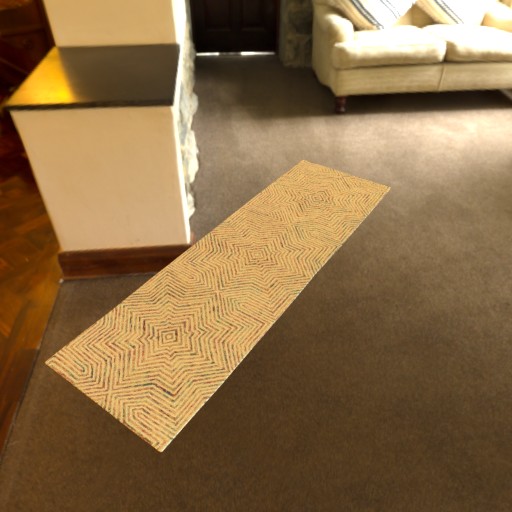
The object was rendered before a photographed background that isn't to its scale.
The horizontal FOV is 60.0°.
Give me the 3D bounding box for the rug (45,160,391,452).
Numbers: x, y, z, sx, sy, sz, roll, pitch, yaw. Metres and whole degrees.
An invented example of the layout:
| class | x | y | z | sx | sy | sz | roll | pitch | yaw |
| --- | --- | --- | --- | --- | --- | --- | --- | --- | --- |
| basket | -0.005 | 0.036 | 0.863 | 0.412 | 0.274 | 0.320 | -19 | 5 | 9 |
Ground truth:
| class | x | y | z | sx | sy | sz | roll | pitch | yaw |
| --- | --- | --- | --- | --- | --- | --- | --- | --- | --- |
| rug | 0.000 | 0.000 | 2.714 | 0.771 | 0.009 | 2.443 | 24 | 46 | 26 |
